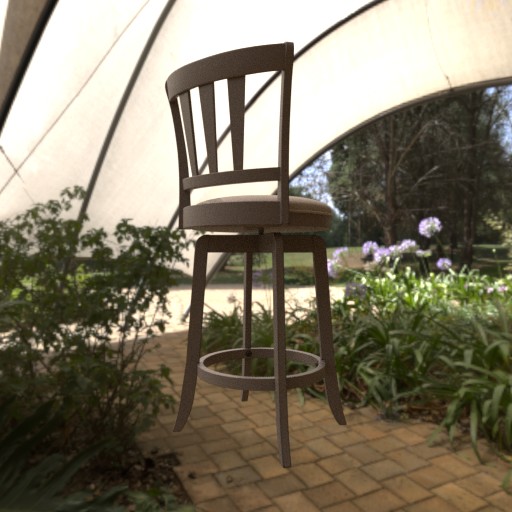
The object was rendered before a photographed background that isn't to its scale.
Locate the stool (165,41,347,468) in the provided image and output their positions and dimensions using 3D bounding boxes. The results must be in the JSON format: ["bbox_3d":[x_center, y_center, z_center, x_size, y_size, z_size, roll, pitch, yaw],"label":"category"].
[{"bbox_3d":[0.000,0.000,1.299,0.436,1.023,0.475,0,0,35],"label":"stool"}]
